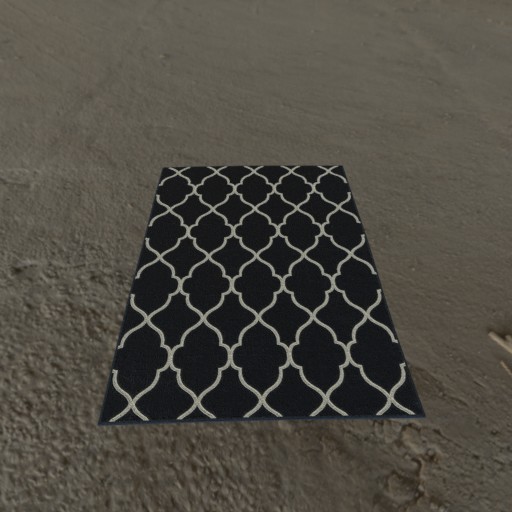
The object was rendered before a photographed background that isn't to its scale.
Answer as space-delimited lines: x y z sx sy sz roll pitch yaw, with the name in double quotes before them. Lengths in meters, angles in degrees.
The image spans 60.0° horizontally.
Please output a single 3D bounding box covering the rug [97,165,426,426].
"rug" 0.000 0.000 2.889 1.526 0.014 2.290 -1 42 -1
